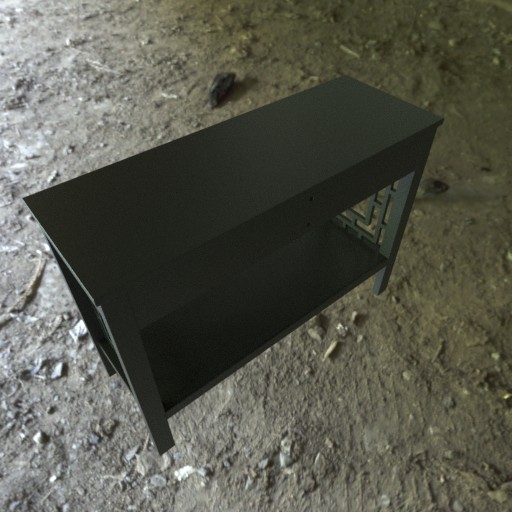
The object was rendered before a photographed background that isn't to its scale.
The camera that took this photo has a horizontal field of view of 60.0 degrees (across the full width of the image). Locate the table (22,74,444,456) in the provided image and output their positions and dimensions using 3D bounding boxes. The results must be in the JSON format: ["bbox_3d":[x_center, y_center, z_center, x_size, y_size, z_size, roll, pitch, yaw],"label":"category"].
[{"bbox_3d":[0.000,0.000,1.407,1.068,0.753,0.397,-30,52,-26],"label":"table"}]
